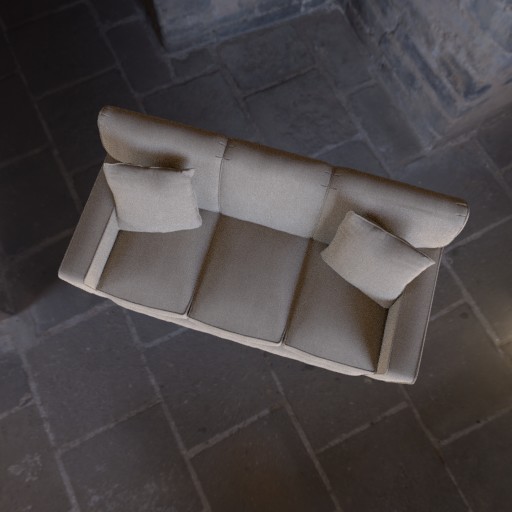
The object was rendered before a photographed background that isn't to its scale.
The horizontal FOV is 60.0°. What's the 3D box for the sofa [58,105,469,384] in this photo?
[{"bbox_3d":[0.000,0.000,2.623,2.024,0.958,0.997,16,76,4],"label":"sofa"}]
